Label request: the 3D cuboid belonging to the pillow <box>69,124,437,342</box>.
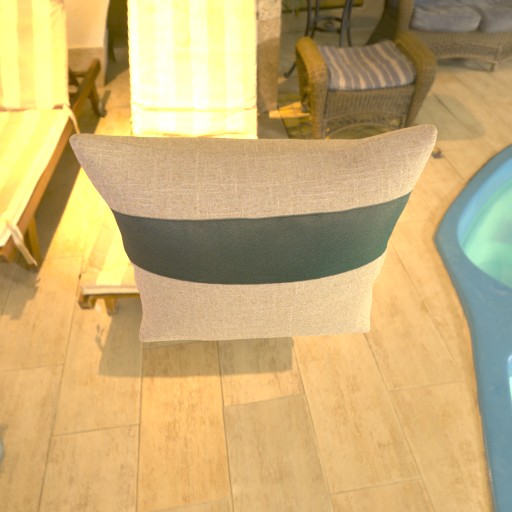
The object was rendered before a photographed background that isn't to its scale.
[{"bbox_3d":[0.000,0.000,0.637,0.414,0.399,0.173,-2,46,-2],"label":"pillow"}]
